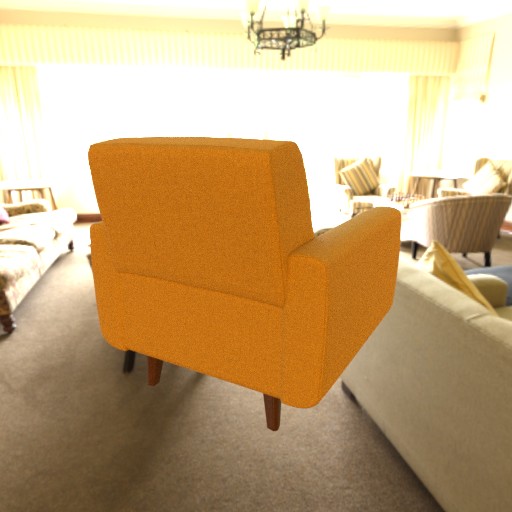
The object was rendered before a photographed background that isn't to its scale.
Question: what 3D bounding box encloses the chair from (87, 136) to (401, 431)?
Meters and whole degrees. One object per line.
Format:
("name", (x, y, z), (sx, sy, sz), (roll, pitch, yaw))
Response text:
("chair", (0.000, 0.000, 1.584), (0.831, 0.841, 0.909), (9, 19, 28))
